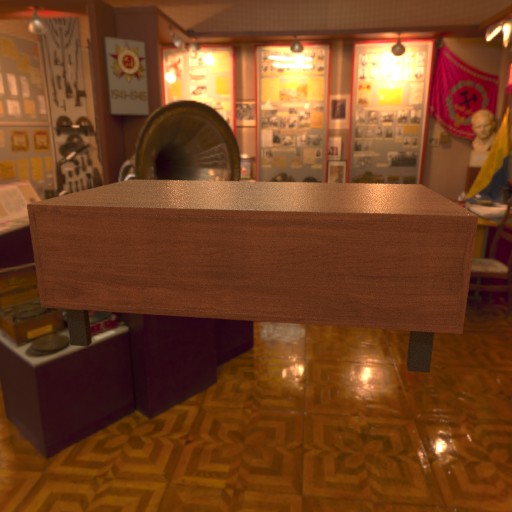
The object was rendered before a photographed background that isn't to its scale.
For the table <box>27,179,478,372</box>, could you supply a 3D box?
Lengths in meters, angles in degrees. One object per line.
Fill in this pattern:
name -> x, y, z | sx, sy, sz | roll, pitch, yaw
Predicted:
table -> 0.000, 0.000, 1.324 | 1.020, 0.380, 0.600 | 2, 16, 8
